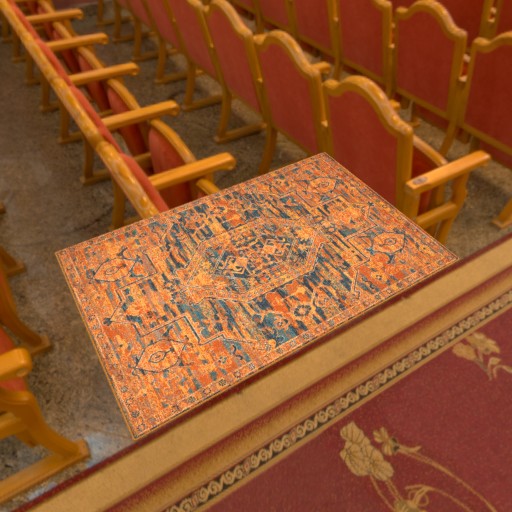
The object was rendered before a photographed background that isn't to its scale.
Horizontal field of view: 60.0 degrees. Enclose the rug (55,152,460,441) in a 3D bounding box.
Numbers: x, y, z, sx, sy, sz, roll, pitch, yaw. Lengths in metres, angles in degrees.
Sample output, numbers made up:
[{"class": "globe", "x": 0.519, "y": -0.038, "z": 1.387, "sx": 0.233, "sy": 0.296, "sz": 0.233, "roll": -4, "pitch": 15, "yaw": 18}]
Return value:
[{"class": "rug", "x": 0.000, "y": 0.000, "z": 1.121, "sx": 0.863, "sy": 0.008, "sz": 0.557, "roll": -24, "pitch": 51, "yaw": -21}]
